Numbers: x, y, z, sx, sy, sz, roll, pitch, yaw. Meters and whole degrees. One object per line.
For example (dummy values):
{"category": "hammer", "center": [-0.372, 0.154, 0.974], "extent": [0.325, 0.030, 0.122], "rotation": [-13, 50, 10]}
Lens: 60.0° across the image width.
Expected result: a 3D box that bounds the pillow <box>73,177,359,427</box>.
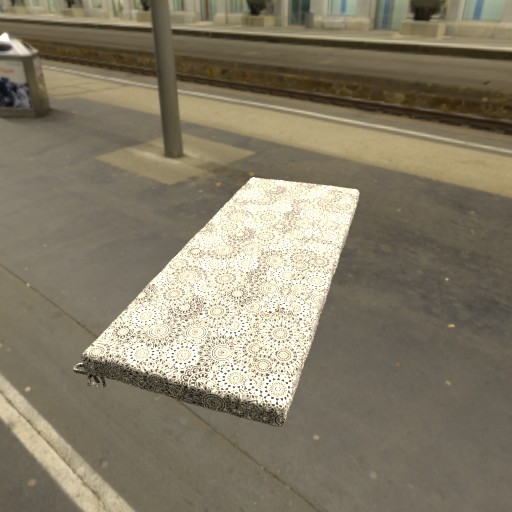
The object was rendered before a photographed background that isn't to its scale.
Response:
{"category": "pillow", "center": [0.000, 0.000, 1.367], "extent": [0.492, 0.081, 1.187], "rotation": [10, 32, 16]}
